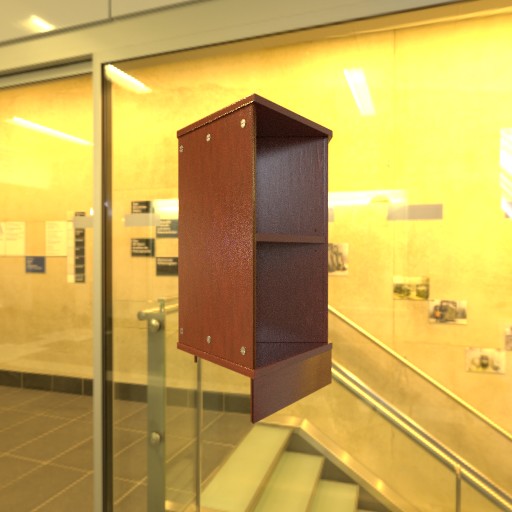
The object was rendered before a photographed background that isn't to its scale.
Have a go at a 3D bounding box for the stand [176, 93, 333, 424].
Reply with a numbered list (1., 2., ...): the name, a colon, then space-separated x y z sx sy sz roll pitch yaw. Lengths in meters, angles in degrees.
1. stand: 0.000 0.000 1.354 0.381 0.614 1.072 0 1 0
